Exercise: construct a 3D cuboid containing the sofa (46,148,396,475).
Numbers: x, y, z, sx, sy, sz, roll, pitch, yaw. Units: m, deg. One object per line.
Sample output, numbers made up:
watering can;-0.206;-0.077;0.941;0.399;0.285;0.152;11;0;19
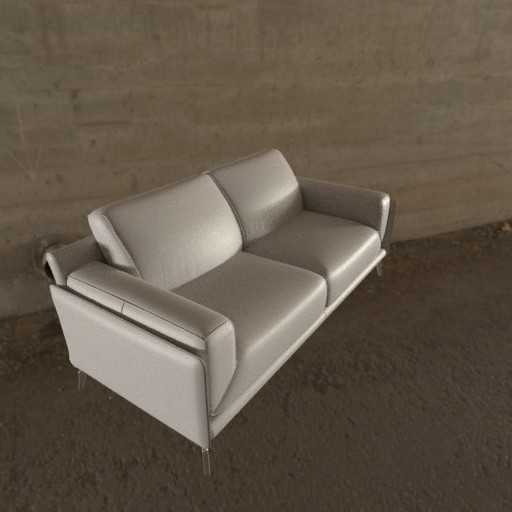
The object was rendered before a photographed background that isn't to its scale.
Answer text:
sofa;0.000;0.000;2.597;1.049;0.930;2.101;17;31;30
